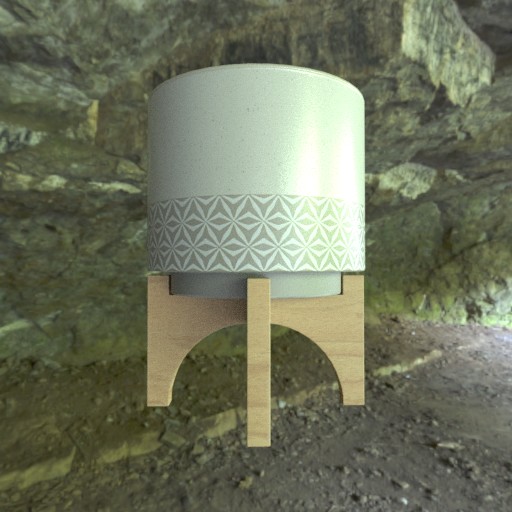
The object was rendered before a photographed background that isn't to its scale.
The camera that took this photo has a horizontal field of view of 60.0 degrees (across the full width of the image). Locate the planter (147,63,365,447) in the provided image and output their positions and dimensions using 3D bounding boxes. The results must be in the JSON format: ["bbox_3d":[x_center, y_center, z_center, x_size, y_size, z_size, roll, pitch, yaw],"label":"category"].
[{"bbox_3d":[0.000,0.000,0.394,0.188,0.260,0.188,0,-1,0],"label":"planter"}]
